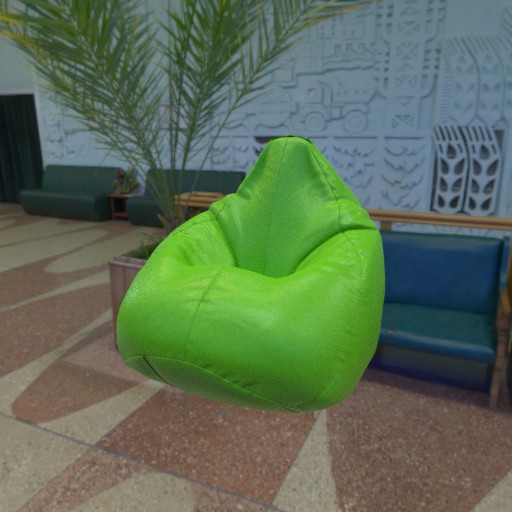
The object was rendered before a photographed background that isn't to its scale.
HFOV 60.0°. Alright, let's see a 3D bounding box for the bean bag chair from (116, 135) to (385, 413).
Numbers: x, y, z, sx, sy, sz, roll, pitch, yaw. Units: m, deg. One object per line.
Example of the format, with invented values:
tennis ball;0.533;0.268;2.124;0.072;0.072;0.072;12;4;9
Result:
bean bag chair;0.000;0.000;1.884;1.070;0.990;1.070;7;17;25
